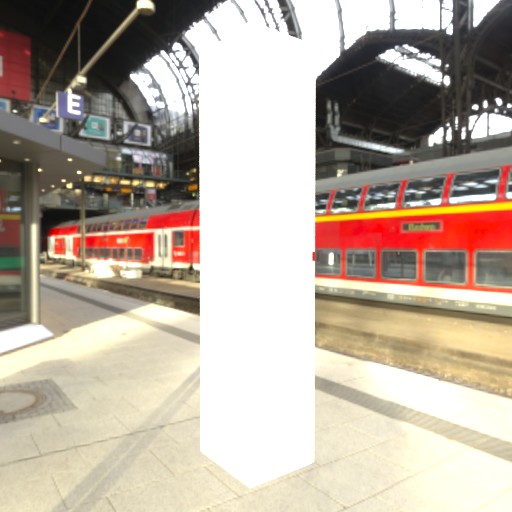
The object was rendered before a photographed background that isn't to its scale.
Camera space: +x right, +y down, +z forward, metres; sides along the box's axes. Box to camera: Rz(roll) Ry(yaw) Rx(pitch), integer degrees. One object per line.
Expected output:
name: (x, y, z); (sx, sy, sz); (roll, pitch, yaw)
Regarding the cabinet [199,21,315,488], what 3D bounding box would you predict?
cabinet: (0.000, 0.000, 1.529); (0.269, 1.400, 0.300); (-1, 2, -37)
